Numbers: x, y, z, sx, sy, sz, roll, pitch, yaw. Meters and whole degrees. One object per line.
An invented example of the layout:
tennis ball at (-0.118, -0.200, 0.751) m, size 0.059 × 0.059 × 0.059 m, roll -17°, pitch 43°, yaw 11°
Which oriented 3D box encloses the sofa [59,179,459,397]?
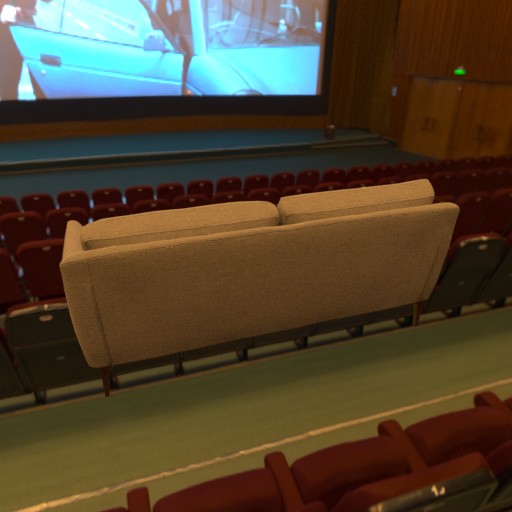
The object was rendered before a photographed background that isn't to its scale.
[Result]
sofa at (0.000, 0.000, 2.553) m, size 2.036 × 0.913 × 0.980 m, roll -9°, pitch 28°, yaw -17°
